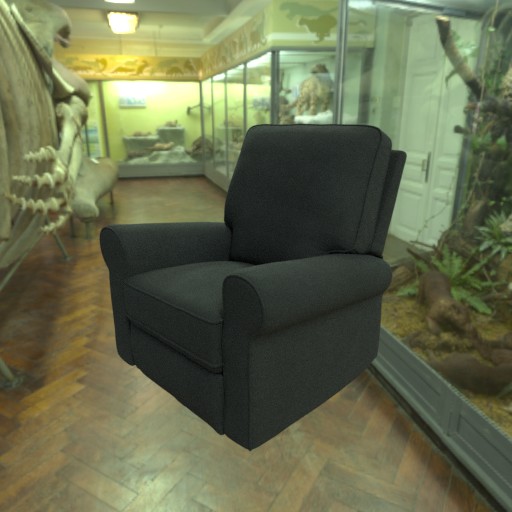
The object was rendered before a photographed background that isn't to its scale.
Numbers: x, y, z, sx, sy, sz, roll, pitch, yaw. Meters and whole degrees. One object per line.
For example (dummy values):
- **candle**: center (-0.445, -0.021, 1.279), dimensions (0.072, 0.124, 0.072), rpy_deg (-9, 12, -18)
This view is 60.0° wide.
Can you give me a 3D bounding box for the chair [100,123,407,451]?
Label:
- **chair**: center (0.000, 0.000, 1.693), dimensions (0.890, 0.961, 0.878), rpy_deg (17, 24, 42)
